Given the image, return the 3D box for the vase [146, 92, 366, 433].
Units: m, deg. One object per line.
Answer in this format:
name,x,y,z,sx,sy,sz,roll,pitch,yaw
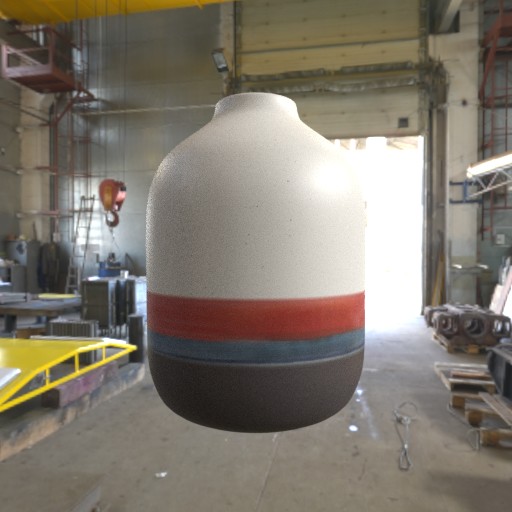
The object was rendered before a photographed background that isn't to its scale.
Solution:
vase,0.000,0.000,0.352,0.169,0.237,0.169,0,1,0
